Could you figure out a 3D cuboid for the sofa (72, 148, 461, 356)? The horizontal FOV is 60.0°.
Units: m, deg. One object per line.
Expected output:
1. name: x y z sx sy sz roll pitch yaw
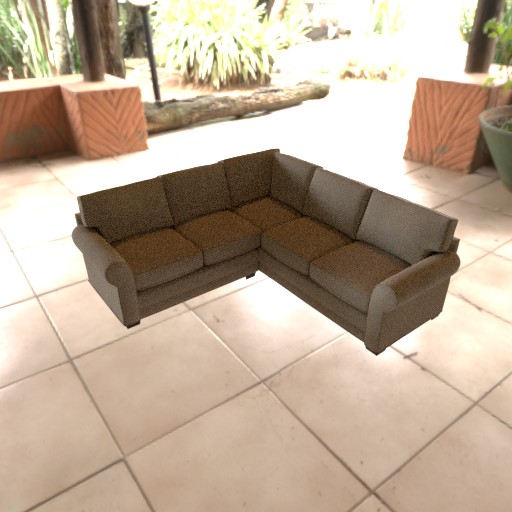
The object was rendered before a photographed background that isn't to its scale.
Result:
1. sofa: 0.000 0.000 3.983 2.487 1.054 2.569 -21 36 -32
